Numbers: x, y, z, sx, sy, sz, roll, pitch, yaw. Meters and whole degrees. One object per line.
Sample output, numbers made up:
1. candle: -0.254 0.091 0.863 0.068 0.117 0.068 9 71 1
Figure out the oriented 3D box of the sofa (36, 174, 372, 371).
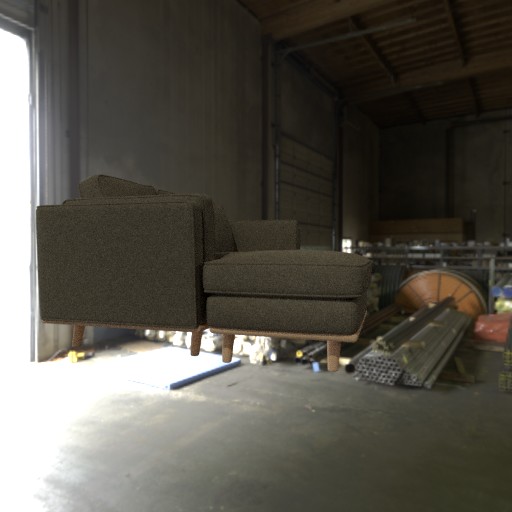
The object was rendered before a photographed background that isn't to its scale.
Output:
1. sofa: 0.000 0.000 3.088 1.604 0.929 2.411 0 1 17
